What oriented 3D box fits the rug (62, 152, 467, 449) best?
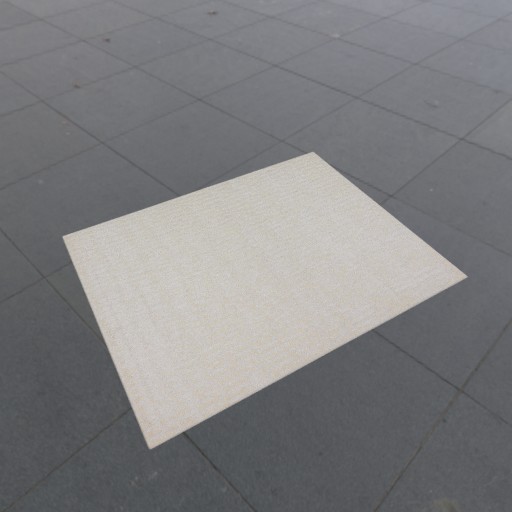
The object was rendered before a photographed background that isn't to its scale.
[{"bbox_3d":[0.000,0.000,4.216,3.055,0.021,2.410,-23,50,-21],"label":"rug"}]
